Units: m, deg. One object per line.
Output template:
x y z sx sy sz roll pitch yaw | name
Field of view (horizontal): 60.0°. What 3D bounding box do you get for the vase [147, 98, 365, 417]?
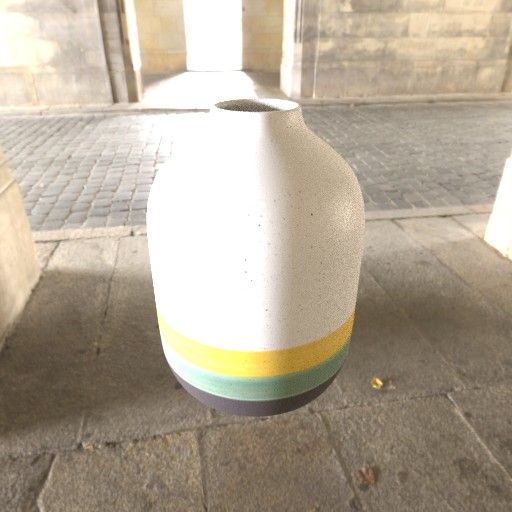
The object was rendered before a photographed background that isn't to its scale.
0.000 0.000 0.367 0.169 0.240 0.169 0 28 0 | vase
